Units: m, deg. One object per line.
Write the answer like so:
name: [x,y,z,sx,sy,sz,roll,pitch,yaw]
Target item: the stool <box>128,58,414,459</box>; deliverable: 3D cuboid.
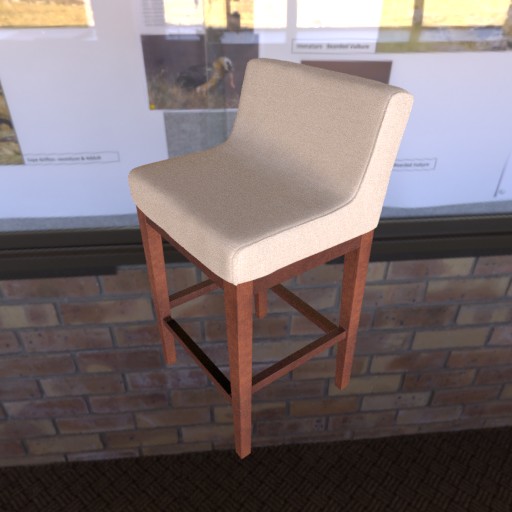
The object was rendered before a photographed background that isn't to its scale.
stool: [0.000,0.000,1.240,0.500,0.937,0.511,-23,40,-30]
